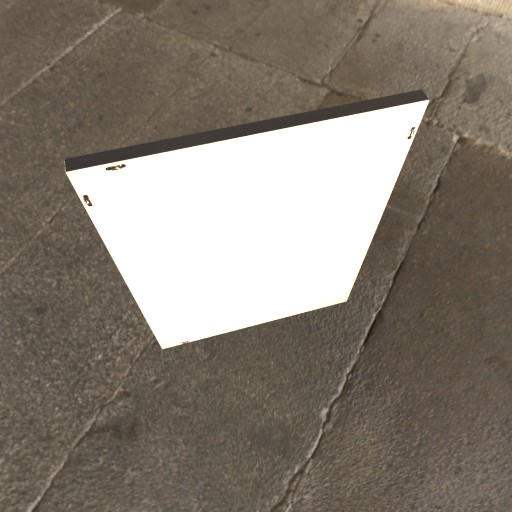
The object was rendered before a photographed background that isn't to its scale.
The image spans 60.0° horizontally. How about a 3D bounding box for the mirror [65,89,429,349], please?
[{"bbox_3d":[0.000,0.000,1.340,0.762,1.016,0.040,-13,60,-8],"label":"mirror"}]
